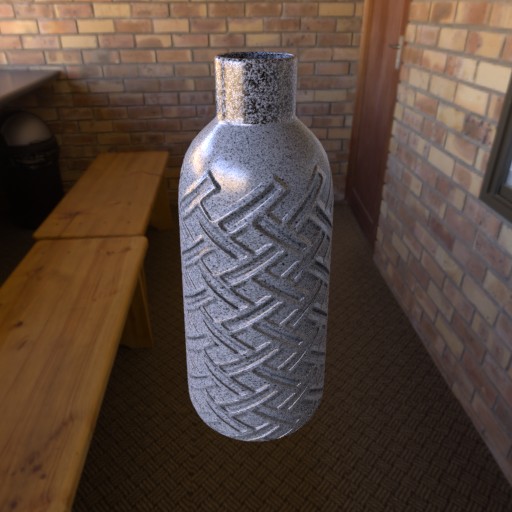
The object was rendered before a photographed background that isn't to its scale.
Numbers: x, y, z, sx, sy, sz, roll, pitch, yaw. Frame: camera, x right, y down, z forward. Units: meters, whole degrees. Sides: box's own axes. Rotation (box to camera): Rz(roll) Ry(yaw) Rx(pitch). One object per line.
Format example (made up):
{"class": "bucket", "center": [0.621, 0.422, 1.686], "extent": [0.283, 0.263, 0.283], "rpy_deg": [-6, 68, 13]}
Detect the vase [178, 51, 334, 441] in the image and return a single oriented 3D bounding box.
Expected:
{"class": "vase", "center": [0.000, 0.000, 0.341], "extent": [0.122, 0.282, 0.122], "rpy_deg": [0, 29, 0]}
